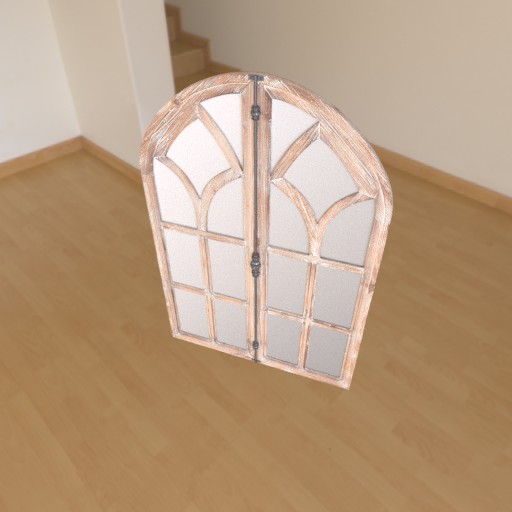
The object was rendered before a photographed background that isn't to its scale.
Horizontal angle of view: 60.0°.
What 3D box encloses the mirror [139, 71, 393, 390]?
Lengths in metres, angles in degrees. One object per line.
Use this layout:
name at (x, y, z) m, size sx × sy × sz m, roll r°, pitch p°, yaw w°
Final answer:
mirror at (0.000, 0.000, 1.143) m, size 0.609 × 0.915 × 0.032 m, roll 13°, pitch 43°, yaw 15°
